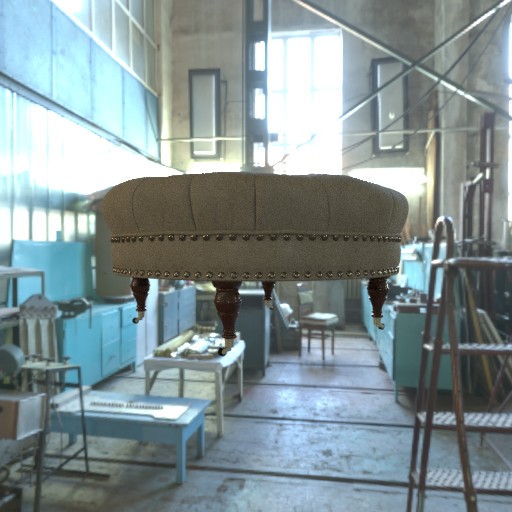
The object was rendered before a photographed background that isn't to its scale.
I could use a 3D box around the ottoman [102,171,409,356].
[{"bbox_3d":[0.000,0.000,1.374,0.901,0.439,0.901,0,1,0],"label":"ottoman"}]
